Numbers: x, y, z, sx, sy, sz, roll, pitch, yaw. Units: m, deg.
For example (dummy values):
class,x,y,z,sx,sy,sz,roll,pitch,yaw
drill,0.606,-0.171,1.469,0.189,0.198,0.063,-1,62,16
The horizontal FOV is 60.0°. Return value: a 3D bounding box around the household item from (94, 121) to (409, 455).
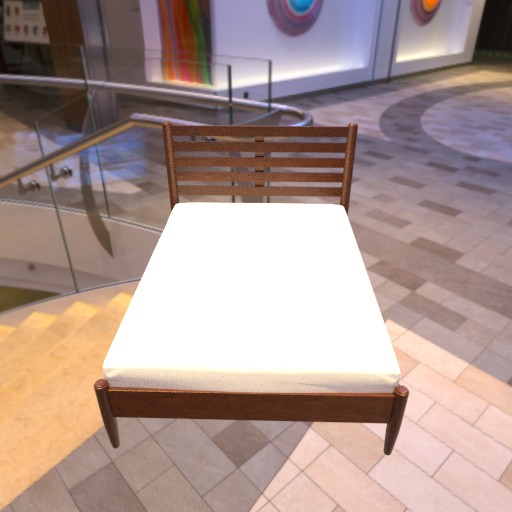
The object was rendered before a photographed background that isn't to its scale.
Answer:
class,x,y,z,sx,sy,sz,roll,pitch,yaw
household item,0.000,0.000,3.170,1.663,1.356,2.232,1,31,1
